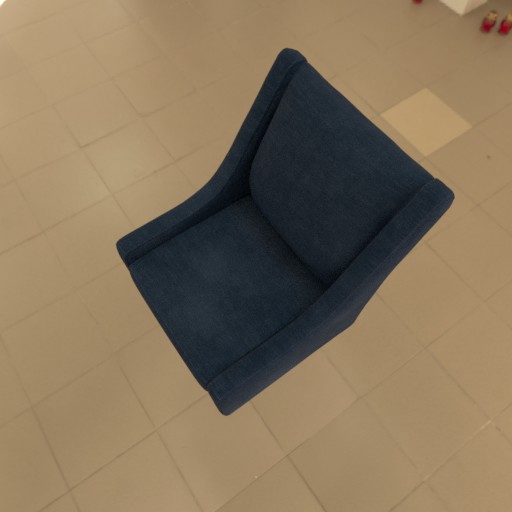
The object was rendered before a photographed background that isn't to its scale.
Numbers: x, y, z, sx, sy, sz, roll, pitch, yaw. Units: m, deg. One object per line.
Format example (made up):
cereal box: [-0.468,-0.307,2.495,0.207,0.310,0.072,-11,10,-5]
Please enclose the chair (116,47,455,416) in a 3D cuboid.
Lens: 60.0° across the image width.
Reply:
chair: [0.000,0.000,1.691,0.870,1.014,0.774,-33,68,-15]
